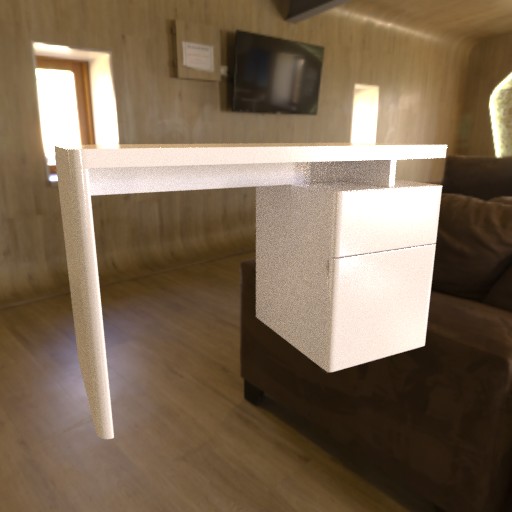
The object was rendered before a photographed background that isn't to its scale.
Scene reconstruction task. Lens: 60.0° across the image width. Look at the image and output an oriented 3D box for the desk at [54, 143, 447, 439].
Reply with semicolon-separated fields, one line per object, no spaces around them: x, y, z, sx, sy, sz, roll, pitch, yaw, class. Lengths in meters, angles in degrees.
0.000;0.000;1.561;1.200;0.760;0.550;-8;17;-26;desk
